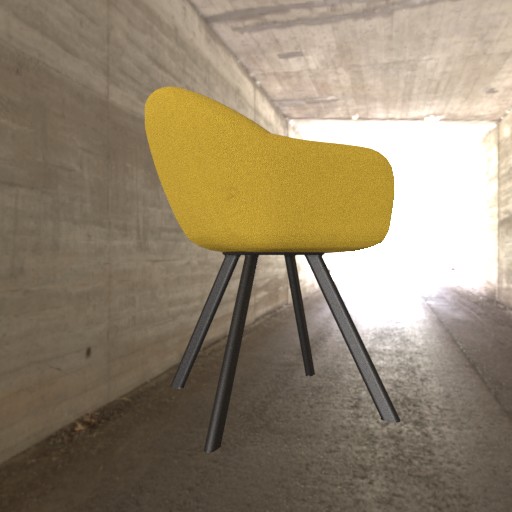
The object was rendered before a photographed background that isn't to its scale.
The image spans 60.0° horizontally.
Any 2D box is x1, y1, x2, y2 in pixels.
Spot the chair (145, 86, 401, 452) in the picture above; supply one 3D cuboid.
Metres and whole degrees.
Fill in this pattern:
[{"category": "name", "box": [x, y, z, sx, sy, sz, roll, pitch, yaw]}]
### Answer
[{"category": "chair", "box": [0.000, 0.000, 1.161, 0.565, 0.775, 0.545, 0, 0, -19]}]
